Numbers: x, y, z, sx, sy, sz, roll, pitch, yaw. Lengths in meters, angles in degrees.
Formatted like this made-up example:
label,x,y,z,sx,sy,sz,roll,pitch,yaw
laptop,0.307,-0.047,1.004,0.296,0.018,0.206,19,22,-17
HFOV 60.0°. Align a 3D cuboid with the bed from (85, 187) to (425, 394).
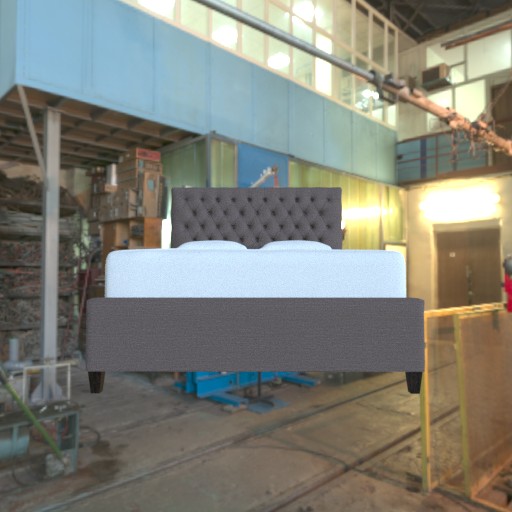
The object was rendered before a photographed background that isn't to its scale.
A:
label,x,y,z,sx,sy,sz,roll,pitch,yaw
bed,0.000,0.000,3.290,1.696,1.426,2.233,0,-2,0
